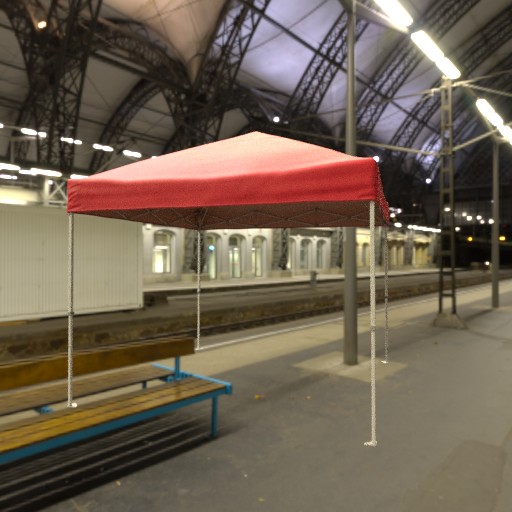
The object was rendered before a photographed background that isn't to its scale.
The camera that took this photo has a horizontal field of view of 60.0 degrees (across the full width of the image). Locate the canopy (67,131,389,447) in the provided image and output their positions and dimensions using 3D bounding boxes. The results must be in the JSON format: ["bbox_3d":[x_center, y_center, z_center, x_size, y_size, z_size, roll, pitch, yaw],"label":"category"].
[{"bbox_3d":[0.000,0.000,5.340,2.996,2.997,2.998,0,0,18],"label":"canopy"}]
